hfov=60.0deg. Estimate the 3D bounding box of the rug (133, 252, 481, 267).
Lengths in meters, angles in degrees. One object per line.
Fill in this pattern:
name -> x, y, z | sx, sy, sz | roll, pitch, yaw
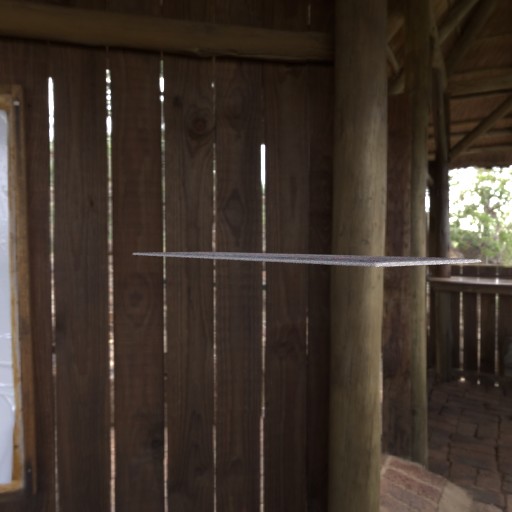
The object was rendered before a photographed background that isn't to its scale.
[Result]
rug -> 0.000, 0.000, 2.568 | 0.659, 0.019, 2.297 | -1, 2, -35
